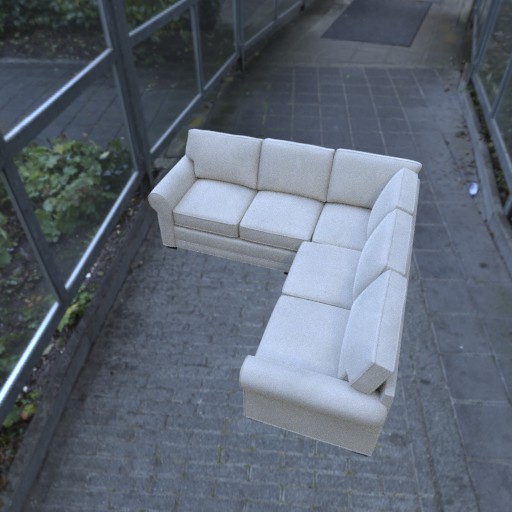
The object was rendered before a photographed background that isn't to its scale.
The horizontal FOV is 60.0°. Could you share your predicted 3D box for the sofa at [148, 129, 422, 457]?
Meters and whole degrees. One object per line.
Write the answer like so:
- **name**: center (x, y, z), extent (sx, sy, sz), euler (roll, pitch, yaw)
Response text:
- **sofa**: center (0.000, 0.000, 3.844), extent (2.487, 1.054, 2.569), euler (13, 43, 14)
